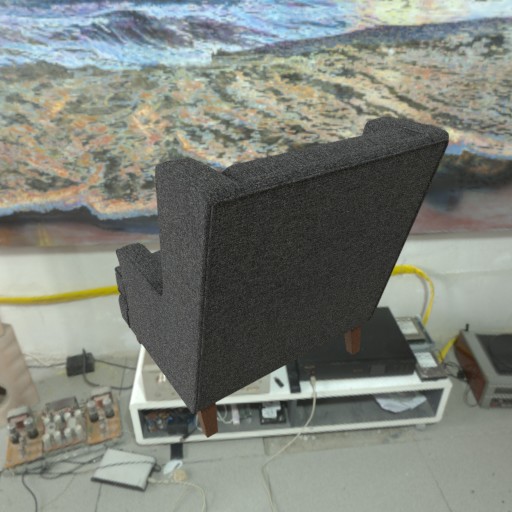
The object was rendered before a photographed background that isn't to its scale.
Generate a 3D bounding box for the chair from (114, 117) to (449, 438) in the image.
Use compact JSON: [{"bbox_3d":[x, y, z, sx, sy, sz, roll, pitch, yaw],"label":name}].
[{"bbox_3d":[0.000,0.000,1.815,0.942,1.082,0.927,-20,36,-30],"label":"chair"}]
